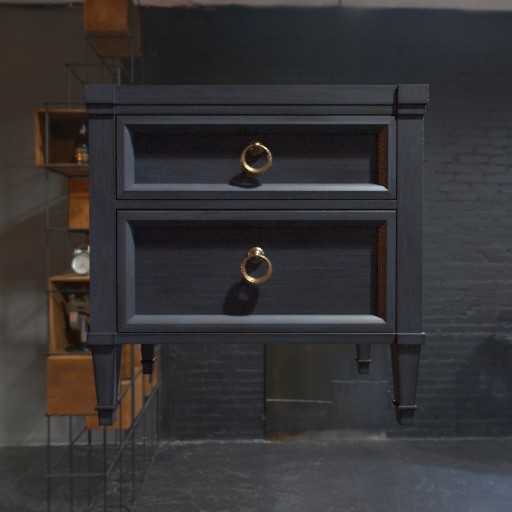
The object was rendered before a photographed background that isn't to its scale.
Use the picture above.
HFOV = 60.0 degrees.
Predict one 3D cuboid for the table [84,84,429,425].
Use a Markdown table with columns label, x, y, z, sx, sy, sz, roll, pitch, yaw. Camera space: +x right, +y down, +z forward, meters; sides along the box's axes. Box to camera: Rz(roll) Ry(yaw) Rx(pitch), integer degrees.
| label | x | y | z | sx | sy | sz | roll | pitch | yaw |
| --- | --- | --- | --- | --- | --- | --- | --- | --- | --- |
| table | 0.000 | 0.000 | 1.053 | 0.660 | 0.660 | 0.413 | 0 | 1 | 0 |
